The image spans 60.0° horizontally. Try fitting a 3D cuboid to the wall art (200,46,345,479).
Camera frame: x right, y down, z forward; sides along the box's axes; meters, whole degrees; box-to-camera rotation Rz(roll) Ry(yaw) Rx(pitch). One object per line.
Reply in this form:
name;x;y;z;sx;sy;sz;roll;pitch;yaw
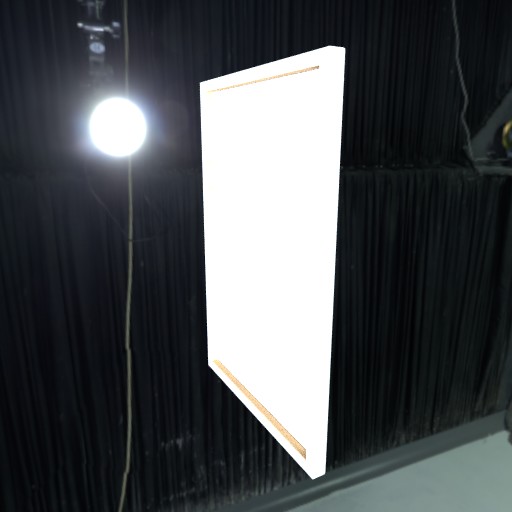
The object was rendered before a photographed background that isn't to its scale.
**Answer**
wall art;0.000;0.000;1.165;0.038;0.912;0.607;-8;17;-28
